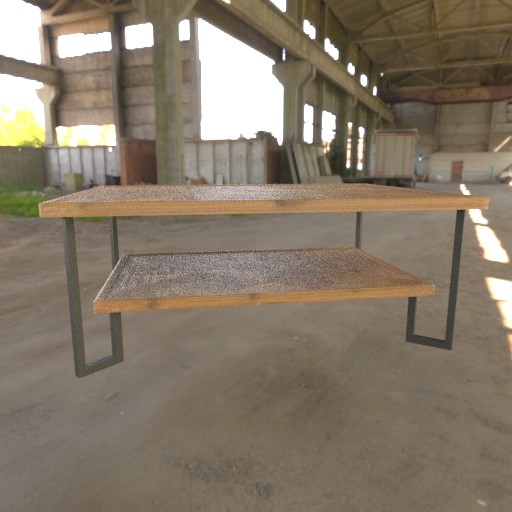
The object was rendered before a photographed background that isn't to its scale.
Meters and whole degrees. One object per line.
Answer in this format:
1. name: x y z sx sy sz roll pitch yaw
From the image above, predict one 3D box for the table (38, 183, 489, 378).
1. table: 0.000 0.000 1.667 1.238 0.492 0.877 -2 12 -9
